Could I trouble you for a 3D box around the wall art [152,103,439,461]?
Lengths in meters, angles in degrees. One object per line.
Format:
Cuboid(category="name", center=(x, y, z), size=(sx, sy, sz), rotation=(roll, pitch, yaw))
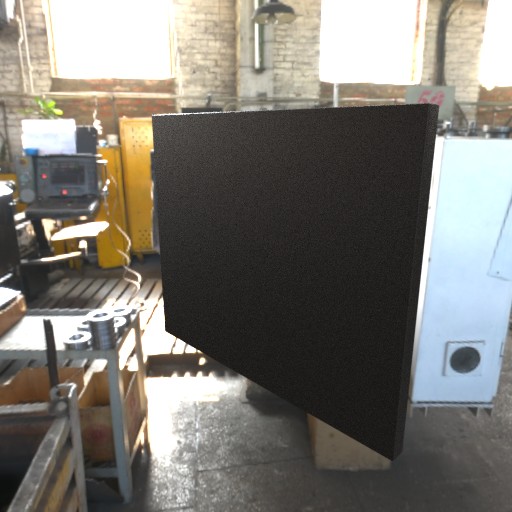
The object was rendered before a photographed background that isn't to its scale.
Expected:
Cuboid(category="wall art", center=(0.000, 0.000, 0.734), size=(0.031, 0.457, 0.558), rotation=(-15, 21, -42))
